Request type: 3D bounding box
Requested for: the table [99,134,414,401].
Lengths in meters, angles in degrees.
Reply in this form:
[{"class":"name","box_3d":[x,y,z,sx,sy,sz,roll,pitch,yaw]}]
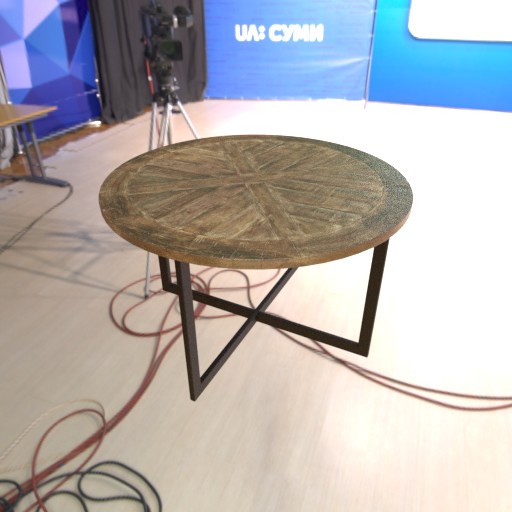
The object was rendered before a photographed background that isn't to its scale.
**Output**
[{"class":"table","box_3d":[0.000,0.000,2.056,1.264,0.762,1.264,0,32,0]}]
